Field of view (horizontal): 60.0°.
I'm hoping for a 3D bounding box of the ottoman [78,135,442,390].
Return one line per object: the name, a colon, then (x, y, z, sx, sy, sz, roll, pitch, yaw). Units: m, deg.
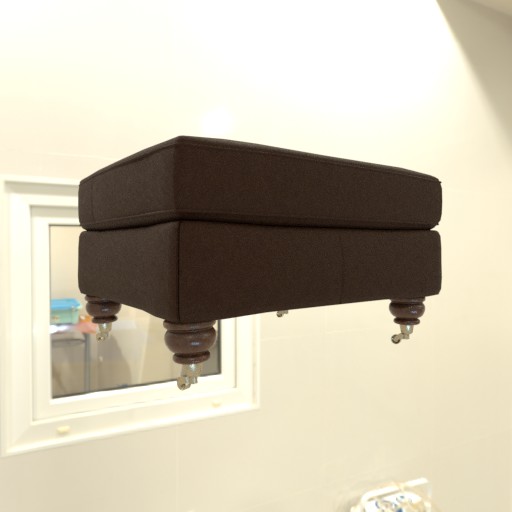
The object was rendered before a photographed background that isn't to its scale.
ottoman: (0.000, 0.000, 1.824, 1.187, 0.730, 0.967, -1, 1, -36)
